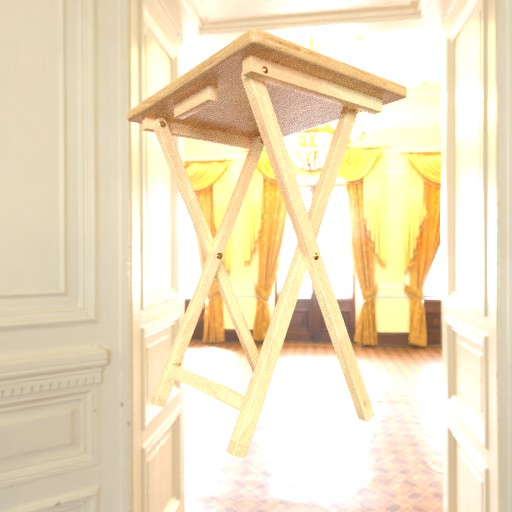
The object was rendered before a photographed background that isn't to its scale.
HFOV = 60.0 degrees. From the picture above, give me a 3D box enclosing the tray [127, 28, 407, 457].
[{"bbox_3d":[0.000,0.000,0.941,0.381,0.660,0.483,0,0,-37],"label":"tray"}]
